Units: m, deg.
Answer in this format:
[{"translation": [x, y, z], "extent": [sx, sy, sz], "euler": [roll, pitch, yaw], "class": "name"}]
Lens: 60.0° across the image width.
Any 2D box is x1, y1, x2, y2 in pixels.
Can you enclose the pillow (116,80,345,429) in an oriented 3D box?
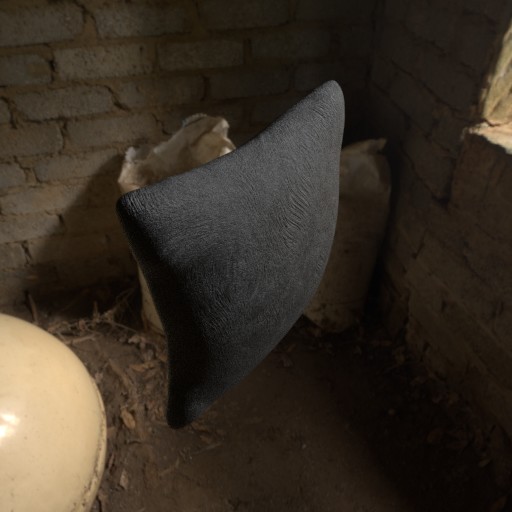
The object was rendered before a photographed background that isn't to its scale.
[{"translation": [0.000, 0.000, 0.826], "extent": [0.210, 0.523, 0.533], "euler": [25, 47, 26], "class": "pillow"}]
